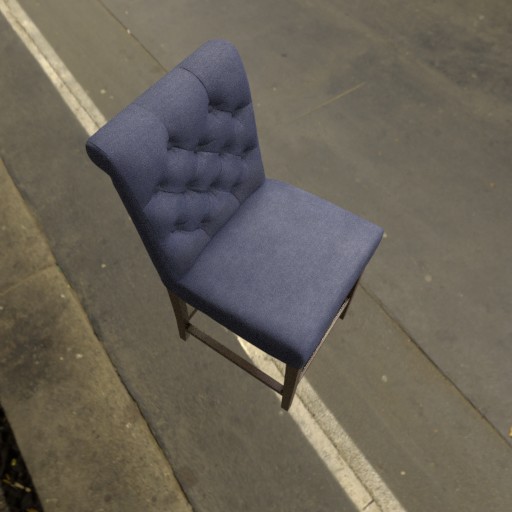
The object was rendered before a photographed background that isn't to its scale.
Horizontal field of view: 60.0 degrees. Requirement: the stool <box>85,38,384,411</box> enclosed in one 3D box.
[{"bbox_3d":[0.000,0.000,1.352,0.601,1.010,0.493,29,62,17],"label":"stool"}]
